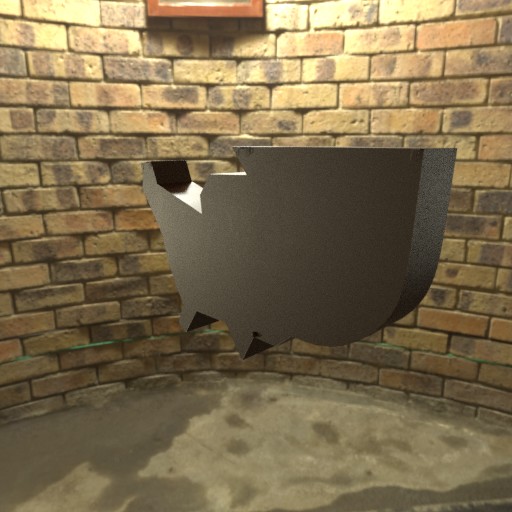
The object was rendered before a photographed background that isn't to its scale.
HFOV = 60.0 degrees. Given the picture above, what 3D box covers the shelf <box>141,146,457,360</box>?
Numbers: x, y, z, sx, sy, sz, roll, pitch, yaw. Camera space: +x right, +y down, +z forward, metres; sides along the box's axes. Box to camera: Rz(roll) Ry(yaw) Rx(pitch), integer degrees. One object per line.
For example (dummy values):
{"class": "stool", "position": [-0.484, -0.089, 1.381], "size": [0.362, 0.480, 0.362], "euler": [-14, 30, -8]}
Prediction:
{"class": "shelf", "position": [0.000, 0.000, 0.915], "size": [0.112, 0.439, 0.729], "euler": [-13, 19, -42]}
